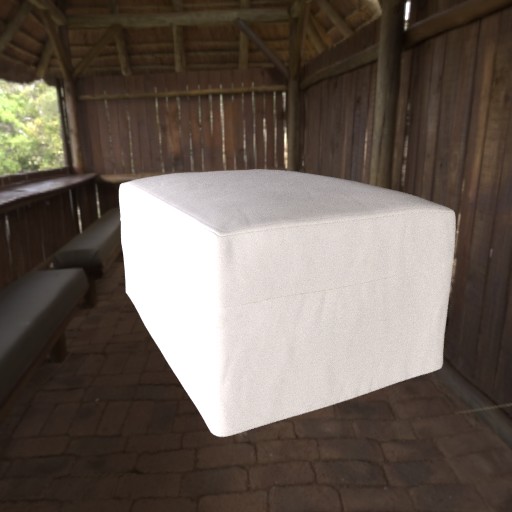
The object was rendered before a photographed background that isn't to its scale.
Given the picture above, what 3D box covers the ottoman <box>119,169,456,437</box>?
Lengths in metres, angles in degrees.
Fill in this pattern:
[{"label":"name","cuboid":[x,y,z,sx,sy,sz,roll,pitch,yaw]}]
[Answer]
[{"label":"ottoman","cuboid":[0.000,0.000,1.226,0.590,0.444,0.872,-8,17,-25]}]
